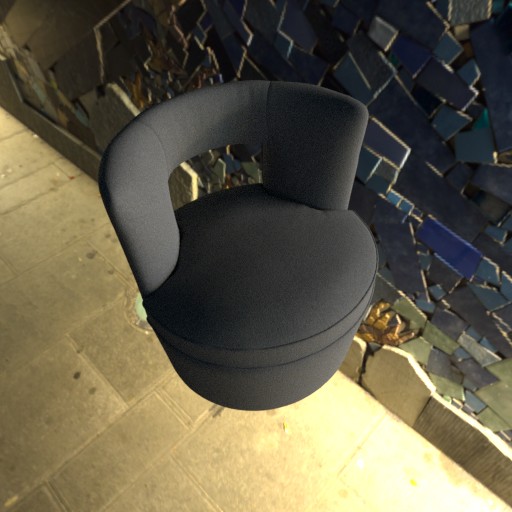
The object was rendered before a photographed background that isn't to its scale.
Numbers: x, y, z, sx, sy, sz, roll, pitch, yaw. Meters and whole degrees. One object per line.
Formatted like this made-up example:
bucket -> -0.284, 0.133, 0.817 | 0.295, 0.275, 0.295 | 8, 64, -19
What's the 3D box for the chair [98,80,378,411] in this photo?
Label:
chair -> 0.000, 0.000, 1.251 | 0.689, 0.719, 0.660 | -24, 52, -20
